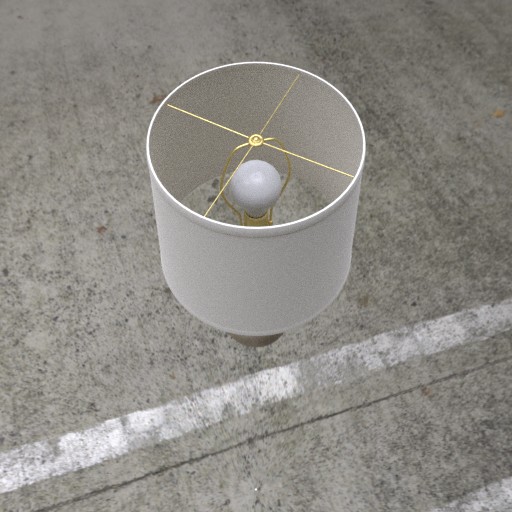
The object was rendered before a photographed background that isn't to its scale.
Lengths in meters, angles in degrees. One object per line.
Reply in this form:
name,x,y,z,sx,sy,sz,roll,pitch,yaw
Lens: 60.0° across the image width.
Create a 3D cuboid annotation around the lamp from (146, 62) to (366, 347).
lamp,0.000,0.000,0.805,0.328,0.619,0.328,0,62,0
